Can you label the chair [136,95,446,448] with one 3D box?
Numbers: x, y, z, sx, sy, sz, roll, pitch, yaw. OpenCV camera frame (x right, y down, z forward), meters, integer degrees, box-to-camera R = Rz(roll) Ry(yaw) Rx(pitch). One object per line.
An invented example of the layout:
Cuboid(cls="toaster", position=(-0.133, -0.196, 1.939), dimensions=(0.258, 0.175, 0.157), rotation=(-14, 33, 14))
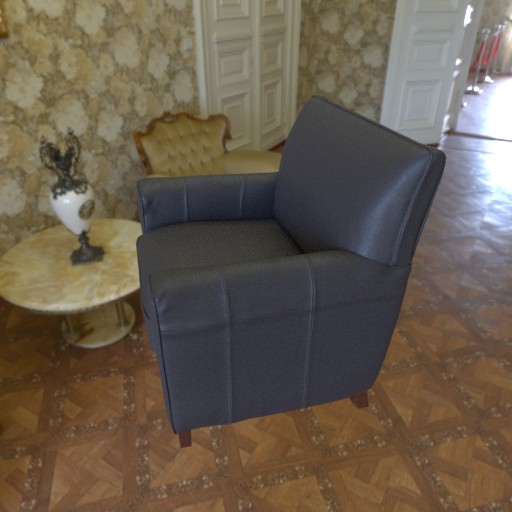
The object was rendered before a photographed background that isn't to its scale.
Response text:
Cuboid(cls="chair", position=(0.000, 0.000, 1.592), dimensions=(0.825, 0.943, 0.870), rotation=(-8, 31, -13))
